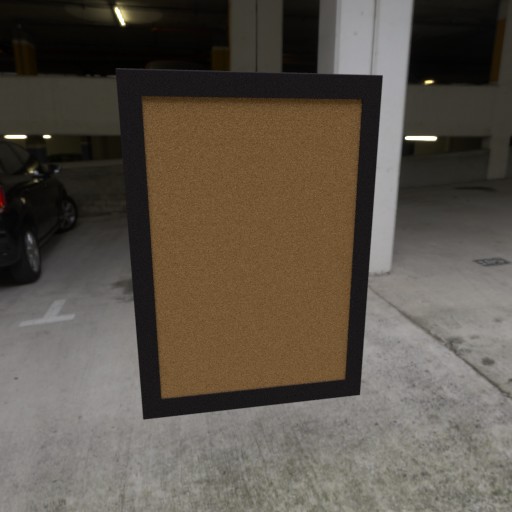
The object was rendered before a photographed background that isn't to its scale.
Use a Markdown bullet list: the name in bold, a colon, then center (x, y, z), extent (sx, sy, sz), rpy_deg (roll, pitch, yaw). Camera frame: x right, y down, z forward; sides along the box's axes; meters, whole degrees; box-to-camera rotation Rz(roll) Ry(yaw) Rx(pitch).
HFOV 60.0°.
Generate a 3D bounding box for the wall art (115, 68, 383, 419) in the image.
- **wall art**: center (0.000, 0.000, 0.686), extent (0.374, 0.529, 0.012), rpy_deg (-3, 16, -11)
